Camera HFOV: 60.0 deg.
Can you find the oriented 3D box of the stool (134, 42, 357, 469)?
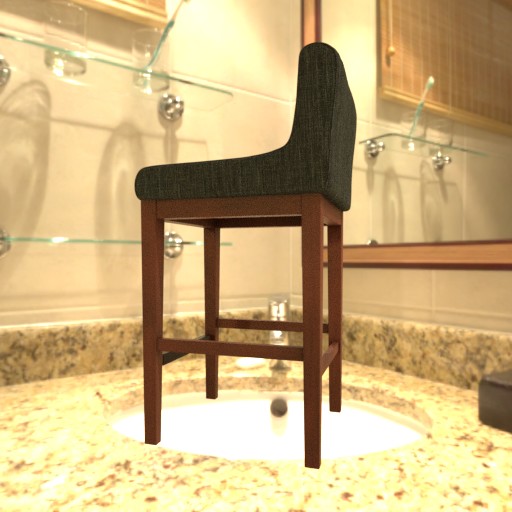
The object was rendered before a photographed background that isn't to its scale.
[{"bbox_3d":[0.000,0.000,1.090,0.459,0.835,0.395,0,0,18],"label":"stool"}]
